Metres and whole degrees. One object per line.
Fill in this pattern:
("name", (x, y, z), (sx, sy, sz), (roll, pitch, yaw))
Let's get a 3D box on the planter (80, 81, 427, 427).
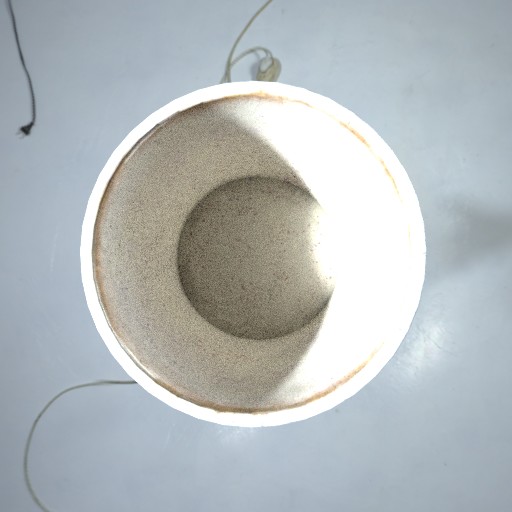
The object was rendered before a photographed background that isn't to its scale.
("planter", (0.000, 0.000, 0.309), (0.186, 0.144, 0.186), (0, 88, 2))
